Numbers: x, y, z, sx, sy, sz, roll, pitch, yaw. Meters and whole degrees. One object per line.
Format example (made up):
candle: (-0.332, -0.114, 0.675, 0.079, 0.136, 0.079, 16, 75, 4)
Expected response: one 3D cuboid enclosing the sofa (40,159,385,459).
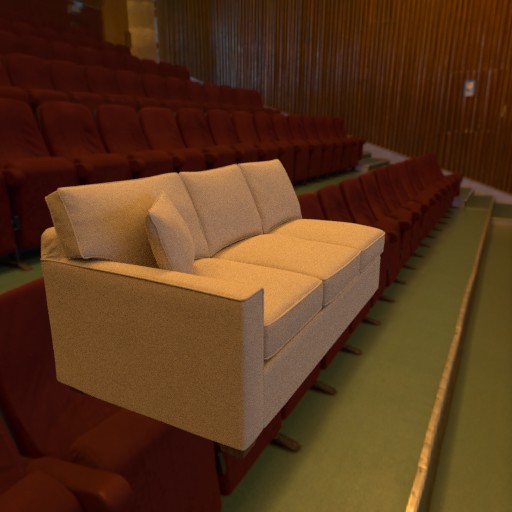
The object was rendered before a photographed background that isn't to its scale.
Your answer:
sofa: (0.000, 0.000, 2.492, 1.034, 0.946, 1.962, 8, 18, 27)
